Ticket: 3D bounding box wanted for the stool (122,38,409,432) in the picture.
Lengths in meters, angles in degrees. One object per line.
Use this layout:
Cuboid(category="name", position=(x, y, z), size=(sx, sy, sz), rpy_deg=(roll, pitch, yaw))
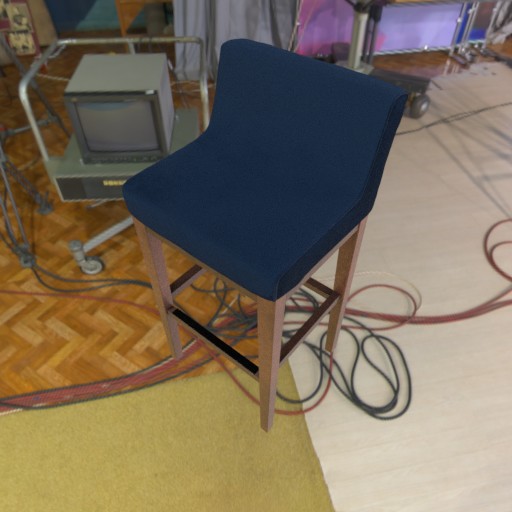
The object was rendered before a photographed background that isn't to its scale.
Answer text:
Cuboid(category="stool", position=(0.000, 0.000, 1.328), size=(0.511, 1.037, 0.500), rpy_deg=(30, 53, 26))
